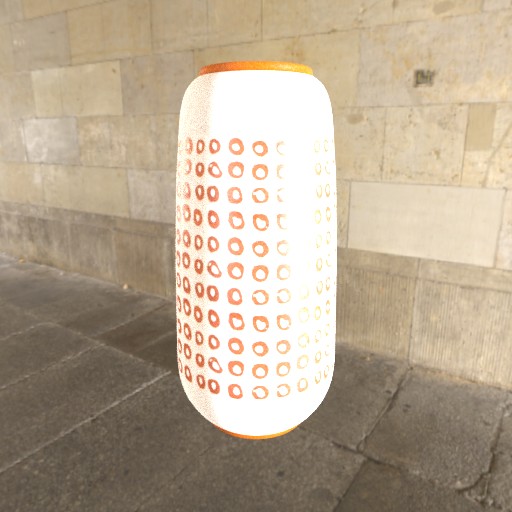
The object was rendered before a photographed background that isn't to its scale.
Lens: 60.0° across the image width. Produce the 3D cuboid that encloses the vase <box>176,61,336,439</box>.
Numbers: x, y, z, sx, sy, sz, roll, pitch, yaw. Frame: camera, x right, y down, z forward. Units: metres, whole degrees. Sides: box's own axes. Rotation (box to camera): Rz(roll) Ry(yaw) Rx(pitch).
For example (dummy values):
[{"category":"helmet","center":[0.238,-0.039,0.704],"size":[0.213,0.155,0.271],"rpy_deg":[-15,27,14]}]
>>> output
[{"category":"vase","center":[0.000,0.000,0.361],"size":[0.133,0.282,0.133],"rpy_deg":[0,15,0]}]
